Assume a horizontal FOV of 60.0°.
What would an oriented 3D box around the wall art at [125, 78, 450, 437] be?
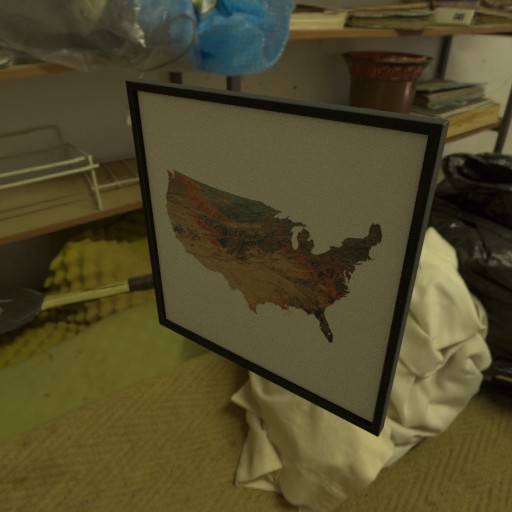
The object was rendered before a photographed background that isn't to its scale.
[{"bbox_3d":[0.000,0.000,0.440,0.304,0.303,0.015,20,35,30],"label":"wall art"}]
